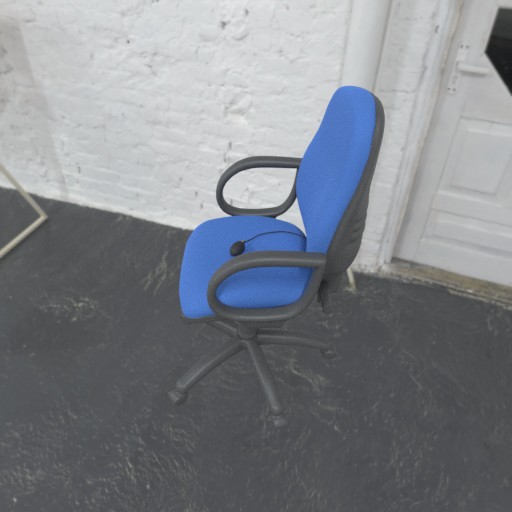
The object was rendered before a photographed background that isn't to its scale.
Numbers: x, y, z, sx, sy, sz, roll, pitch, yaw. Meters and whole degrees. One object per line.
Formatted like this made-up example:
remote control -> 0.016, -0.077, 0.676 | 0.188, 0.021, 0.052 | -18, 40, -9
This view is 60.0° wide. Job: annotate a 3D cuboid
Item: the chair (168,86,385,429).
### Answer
chair -> 0.000, 0.000, 1.219 | 0.549, 0.905, 0.552 | -1, 41, -1
